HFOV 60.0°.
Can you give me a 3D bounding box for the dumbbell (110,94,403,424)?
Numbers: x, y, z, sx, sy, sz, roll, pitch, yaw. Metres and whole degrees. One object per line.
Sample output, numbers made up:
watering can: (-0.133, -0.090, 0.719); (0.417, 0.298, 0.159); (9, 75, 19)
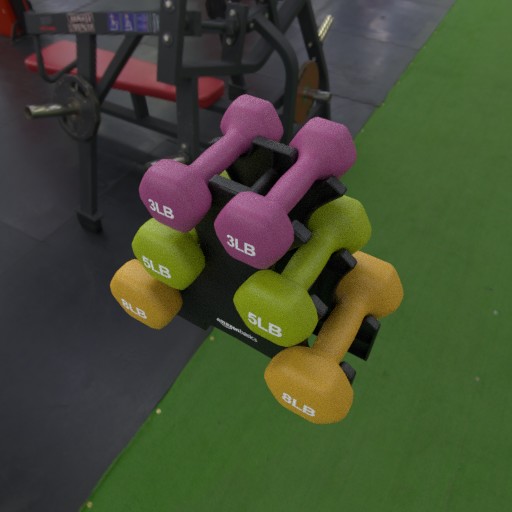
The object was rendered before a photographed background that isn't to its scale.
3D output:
dumbbell: (0.000, 0.000, 0.469); (0.300, 0.271, 0.190); (25, 53, 21)
